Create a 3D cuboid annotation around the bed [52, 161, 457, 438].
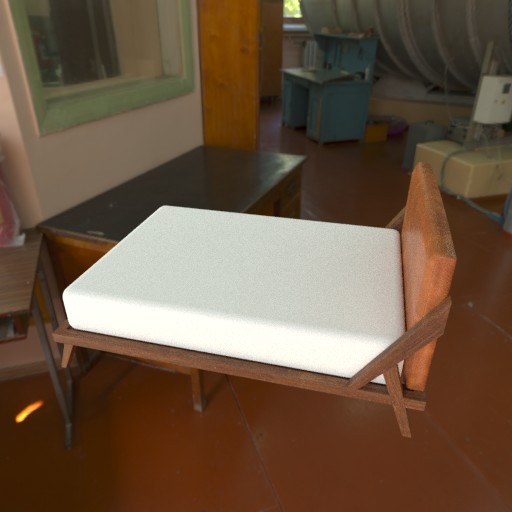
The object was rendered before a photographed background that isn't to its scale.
[{"bbox_3d":[0.000,0.000,3.185,2.311,1.168,1.651,7,30,13],"label":"bed"}]
